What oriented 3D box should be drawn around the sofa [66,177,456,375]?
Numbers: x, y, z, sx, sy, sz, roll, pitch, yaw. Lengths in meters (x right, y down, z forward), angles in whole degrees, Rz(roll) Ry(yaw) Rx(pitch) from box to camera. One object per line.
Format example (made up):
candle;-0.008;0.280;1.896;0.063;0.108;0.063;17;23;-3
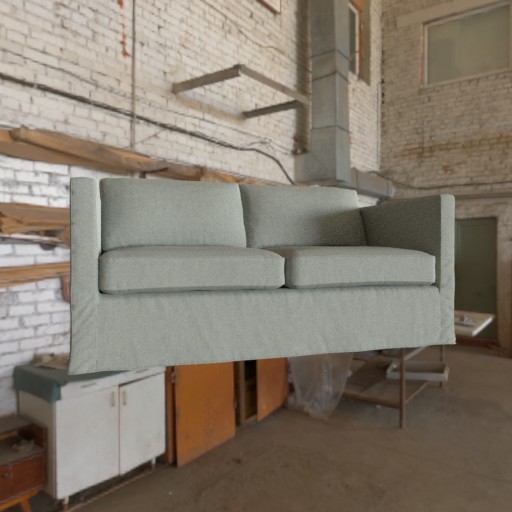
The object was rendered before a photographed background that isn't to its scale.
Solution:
sofa;0.000;0.000;2.271;1.727;0.830;0.944;0;1;-18
